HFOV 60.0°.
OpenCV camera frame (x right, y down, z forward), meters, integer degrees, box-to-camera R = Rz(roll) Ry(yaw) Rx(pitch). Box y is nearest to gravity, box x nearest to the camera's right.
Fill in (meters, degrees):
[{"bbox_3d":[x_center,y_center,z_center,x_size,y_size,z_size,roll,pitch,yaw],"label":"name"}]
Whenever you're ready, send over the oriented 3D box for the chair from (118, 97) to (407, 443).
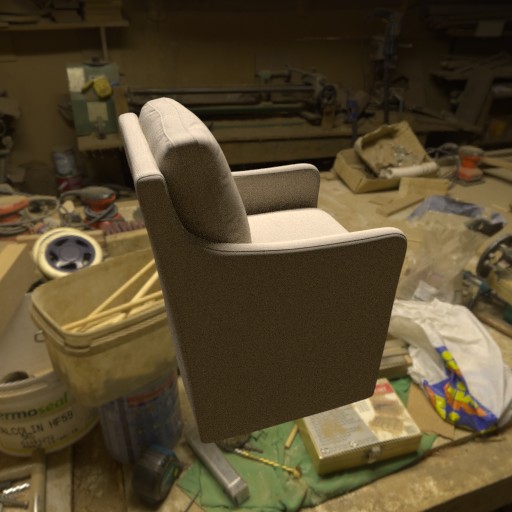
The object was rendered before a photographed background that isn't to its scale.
[{"bbox_3d":[0.000,0.000,1.404,0.694,0.914,0.626,-10,32,-16],"label":"chair"}]
